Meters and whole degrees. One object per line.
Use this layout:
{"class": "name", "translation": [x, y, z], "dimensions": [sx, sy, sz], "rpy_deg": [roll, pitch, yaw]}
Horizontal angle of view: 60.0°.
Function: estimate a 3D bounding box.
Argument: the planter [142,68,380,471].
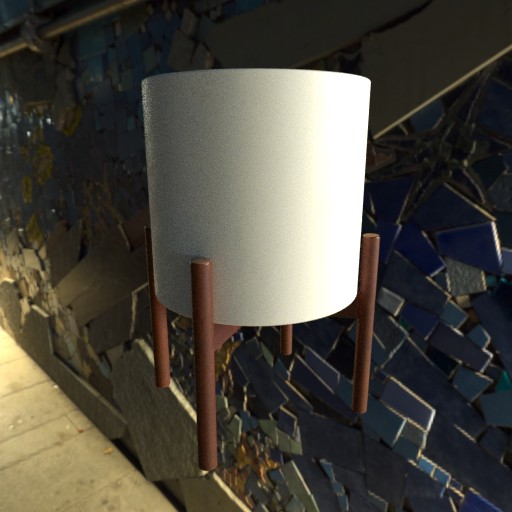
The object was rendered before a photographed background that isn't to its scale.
{"class": "planter", "translation": [0.000, 0.000, 0.921], "dimensions": [0.417, 0.670, 0.417], "rpy_deg": [-8, 18, -27]}
